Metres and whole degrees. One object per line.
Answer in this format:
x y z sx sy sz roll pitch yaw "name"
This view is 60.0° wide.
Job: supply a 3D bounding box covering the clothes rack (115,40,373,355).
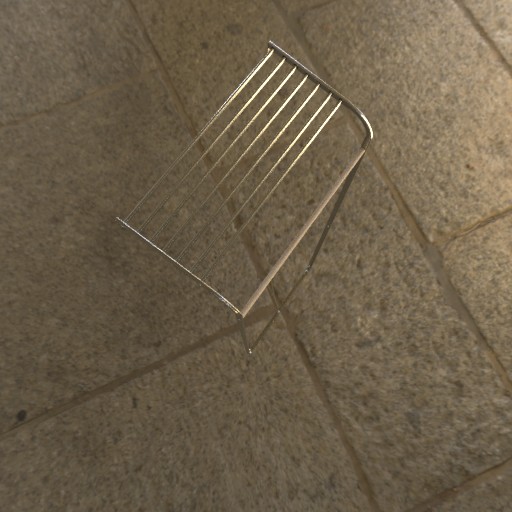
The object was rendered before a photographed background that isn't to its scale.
0.000 0.000 1.792 0.349 1.574 0.609 35 77 9 "clothes rack"
